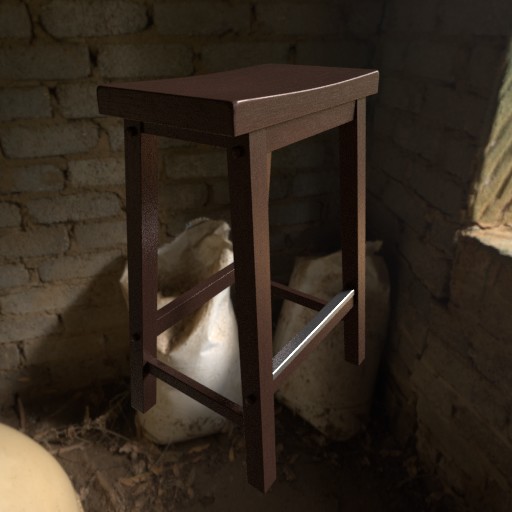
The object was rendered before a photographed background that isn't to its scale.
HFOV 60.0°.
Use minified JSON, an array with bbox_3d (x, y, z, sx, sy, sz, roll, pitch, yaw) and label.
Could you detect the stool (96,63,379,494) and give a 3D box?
[{"bbox_3d":[0.000,0.000,0.807,0.322,0.610,0.406,18,33,31],"label":"stool"}]
